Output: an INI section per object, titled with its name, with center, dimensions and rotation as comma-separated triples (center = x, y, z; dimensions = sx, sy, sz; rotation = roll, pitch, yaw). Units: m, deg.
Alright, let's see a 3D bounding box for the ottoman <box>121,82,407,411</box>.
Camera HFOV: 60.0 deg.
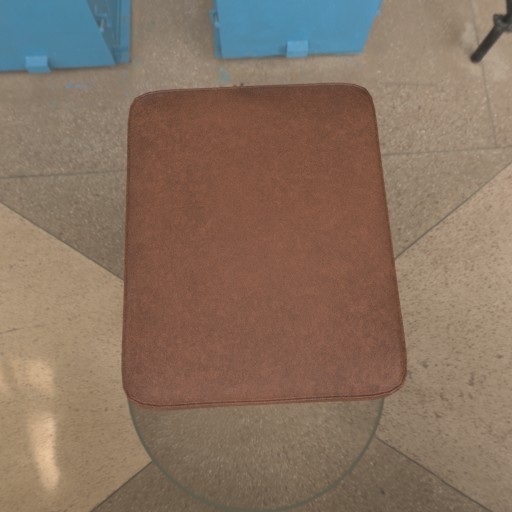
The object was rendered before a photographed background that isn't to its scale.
[ottoman]
center = 0.000, 0.000, 1.147
dimensions = 0.589, 0.537, 0.738
rotation = -3, 76, -1
